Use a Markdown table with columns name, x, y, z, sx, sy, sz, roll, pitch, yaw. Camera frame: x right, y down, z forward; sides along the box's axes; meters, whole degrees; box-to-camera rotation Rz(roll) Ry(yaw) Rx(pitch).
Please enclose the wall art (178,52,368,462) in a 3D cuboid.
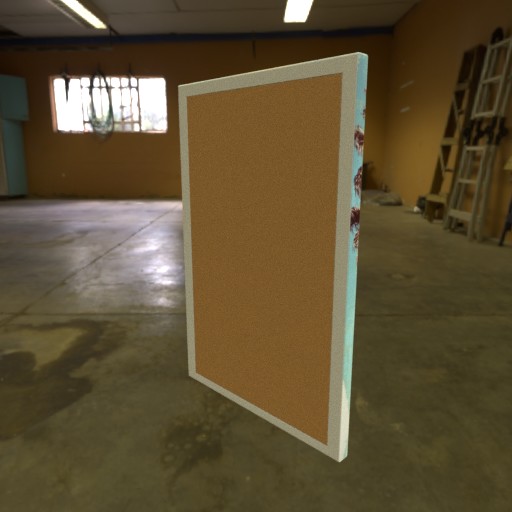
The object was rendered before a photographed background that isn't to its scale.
| name | x | y | z | sx | sy | sz | roll | pitch | yaw |
| --- | --- | --- | --- | --- | --- | --- | --- | --- | --- |
| wall art | 0.000 | 0.000 | 1.181 | 0.037 | 0.915 | 0.605 | -12 | 18 | -43 |
